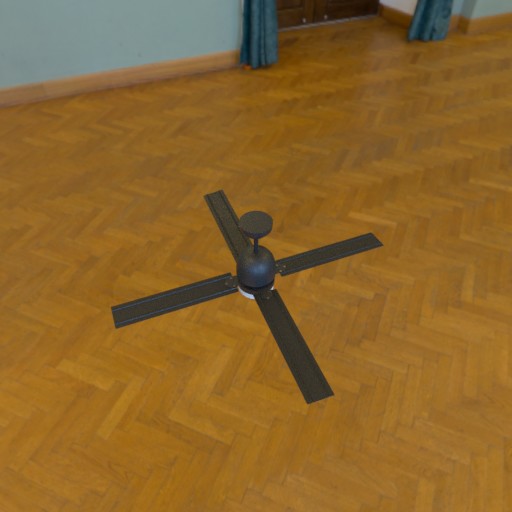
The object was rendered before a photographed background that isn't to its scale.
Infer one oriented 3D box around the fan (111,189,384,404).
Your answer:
[{"bbox_3d":[0.000,0.000,1.972,1.319,0.410,1.319,-17,49,-16],"label":"fan"}]
